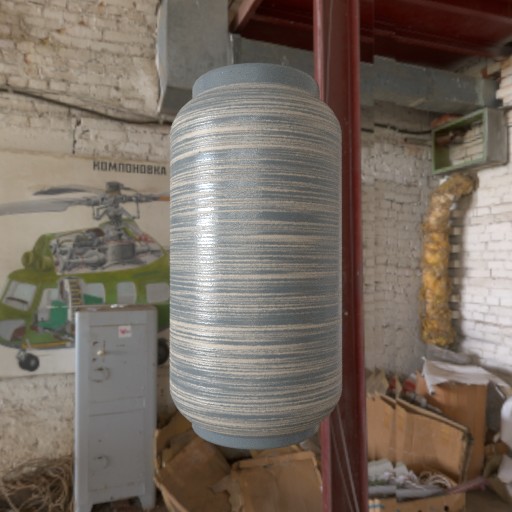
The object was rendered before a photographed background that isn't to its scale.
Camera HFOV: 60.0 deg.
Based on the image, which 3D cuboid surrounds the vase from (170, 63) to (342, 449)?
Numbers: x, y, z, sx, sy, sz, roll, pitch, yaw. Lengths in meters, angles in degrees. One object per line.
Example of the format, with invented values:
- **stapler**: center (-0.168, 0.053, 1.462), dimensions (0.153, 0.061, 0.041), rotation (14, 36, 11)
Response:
- **vase**: center (0.000, 0.000, 0.305), dimensions (0.116, 0.230, 0.116), rotation (0, -1, 0)
